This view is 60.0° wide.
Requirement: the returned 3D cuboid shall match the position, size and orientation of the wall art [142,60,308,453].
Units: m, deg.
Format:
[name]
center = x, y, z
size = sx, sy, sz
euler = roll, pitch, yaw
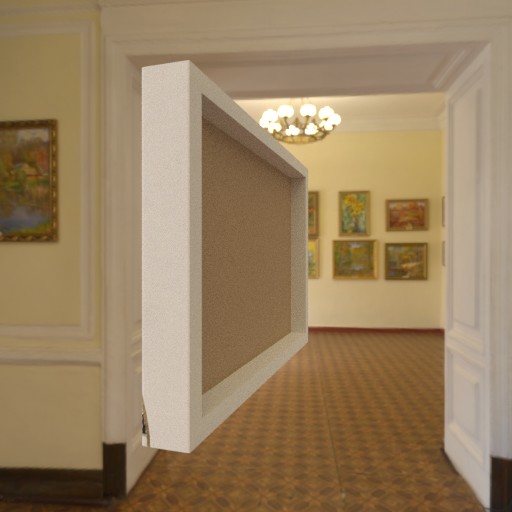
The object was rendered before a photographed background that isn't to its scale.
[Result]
[wall art]
center = 0.000, 0.000, 0.474
size = 0.039, 0.254, 0.384
euler = 0, 0, 19
